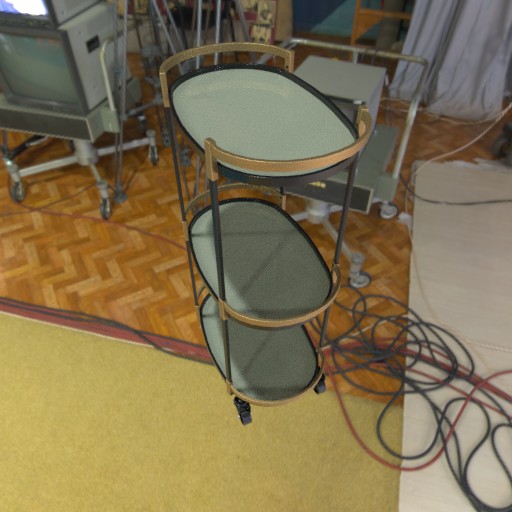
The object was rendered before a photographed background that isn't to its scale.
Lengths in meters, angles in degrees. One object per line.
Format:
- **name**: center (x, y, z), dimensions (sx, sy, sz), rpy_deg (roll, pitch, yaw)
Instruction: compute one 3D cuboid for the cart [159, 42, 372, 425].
- **cart**: center (0.000, 0.000, 1.144), dimensions (0.311, 0.885, 0.515), rpy_deg (-17, 47, -16)
